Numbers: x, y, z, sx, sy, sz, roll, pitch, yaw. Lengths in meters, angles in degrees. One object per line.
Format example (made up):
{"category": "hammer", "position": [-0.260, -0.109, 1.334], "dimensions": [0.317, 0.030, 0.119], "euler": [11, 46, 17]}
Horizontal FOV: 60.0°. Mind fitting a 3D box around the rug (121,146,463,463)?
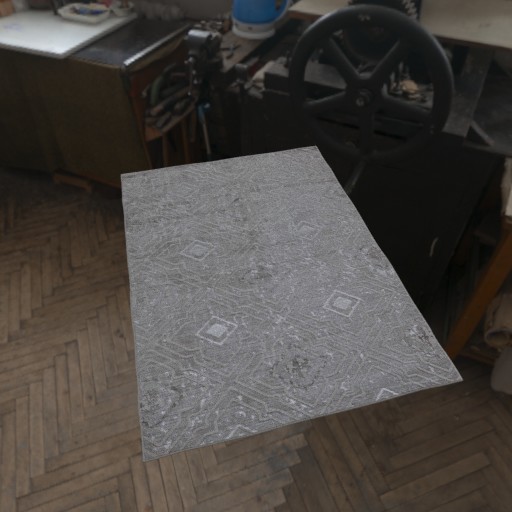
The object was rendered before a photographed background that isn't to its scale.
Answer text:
{"category": "rug", "position": [0.000, 0.000, 4.320], "dimensions": [2.448, 0.020, 3.359], "euler": [-11, 48, -10]}
